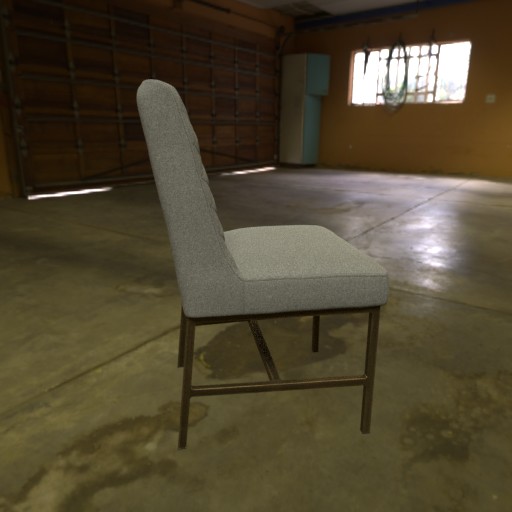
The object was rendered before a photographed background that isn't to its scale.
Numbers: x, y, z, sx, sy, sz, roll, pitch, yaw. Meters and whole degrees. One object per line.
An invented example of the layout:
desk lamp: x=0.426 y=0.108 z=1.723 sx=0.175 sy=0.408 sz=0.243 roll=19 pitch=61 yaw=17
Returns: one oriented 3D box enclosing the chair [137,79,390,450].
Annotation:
chair: x=0.000 y=0.000 z=1.256 sx=0.587 sy=0.889 sz=0.508 roll=-3 pitch=16 yaw=-9
